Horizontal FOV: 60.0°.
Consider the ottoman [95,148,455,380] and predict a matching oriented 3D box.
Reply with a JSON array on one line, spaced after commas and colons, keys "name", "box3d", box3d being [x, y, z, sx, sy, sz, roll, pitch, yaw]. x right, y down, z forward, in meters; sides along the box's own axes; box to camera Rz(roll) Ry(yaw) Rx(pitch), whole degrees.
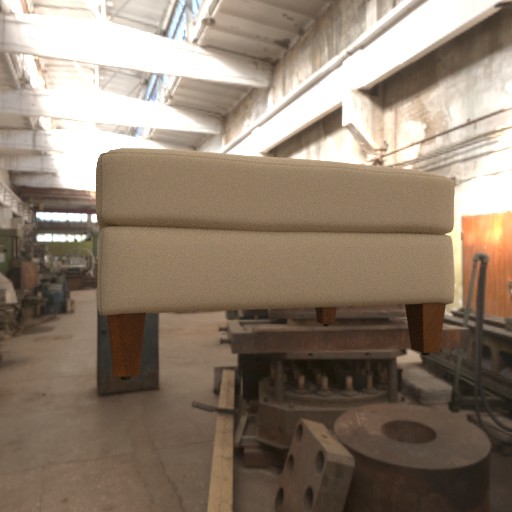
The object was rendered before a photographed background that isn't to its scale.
[{"name": "ottoman", "box3d": [0.000, 0.000, 1.214, 0.818, 0.485, 0.634, 0, -1, -19]}]
